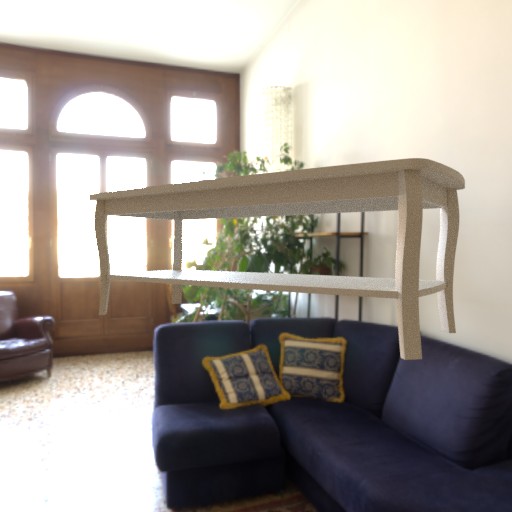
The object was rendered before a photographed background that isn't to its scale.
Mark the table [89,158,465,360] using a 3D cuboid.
[{"bbox_3d":[0.000,0.000,1.585,1.334,0.474,0.561,1,2,35],"label":"table"}]
